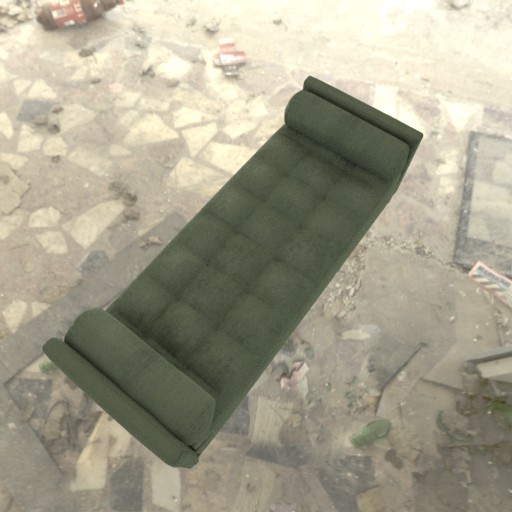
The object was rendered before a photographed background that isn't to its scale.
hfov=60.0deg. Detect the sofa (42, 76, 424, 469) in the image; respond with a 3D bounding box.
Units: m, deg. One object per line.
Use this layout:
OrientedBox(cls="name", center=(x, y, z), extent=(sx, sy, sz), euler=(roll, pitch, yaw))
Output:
OrientedBox(cls="sofa", center=(0.000, 0.000, 2.467), extent=(0.817, 0.681, 2.130), euler=(34, 68, 16))
